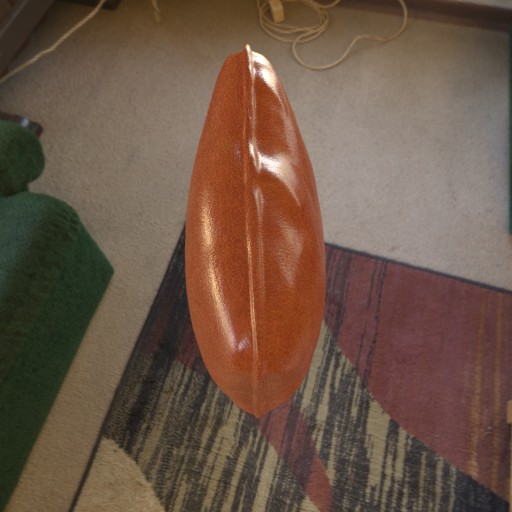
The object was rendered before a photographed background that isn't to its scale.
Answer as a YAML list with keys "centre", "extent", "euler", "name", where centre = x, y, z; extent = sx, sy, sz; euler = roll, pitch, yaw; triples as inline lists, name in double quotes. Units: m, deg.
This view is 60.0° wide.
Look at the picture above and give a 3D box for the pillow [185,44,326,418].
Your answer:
- centre: [0.000, 0.000, 0.811]
  extent: [0.236, 0.523, 0.532]
  euler: [-2, 64, -1]
  name: "pillow"
